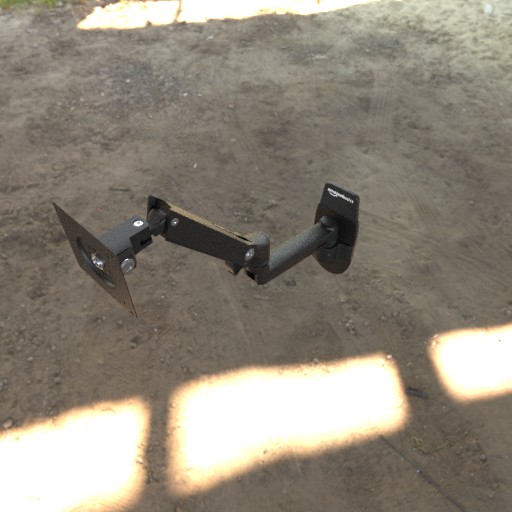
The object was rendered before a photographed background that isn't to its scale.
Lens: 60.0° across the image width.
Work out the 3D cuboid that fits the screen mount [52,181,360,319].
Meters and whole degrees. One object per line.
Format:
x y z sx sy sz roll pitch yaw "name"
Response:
0.000 0.000 0.721 0.115 0.466 0.495 34 55 28 "screen mount"
